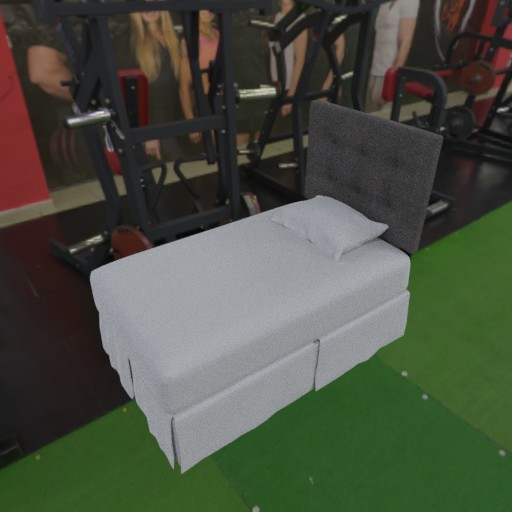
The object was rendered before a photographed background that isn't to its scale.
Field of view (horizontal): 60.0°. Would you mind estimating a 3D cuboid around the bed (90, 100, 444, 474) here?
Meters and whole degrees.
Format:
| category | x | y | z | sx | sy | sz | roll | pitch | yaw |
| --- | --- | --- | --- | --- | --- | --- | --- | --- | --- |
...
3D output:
| category | x | y | z | sx | sy | sz | roll | pitch | yaw |
| --- | --- | --- | --- | --- | --- | --- | --- | --- | --- |
| bed | 0.000 | 0.000 | 2.975 | 1.997 | 1.571 | 1.261 | -21 | 38 | -29 |
